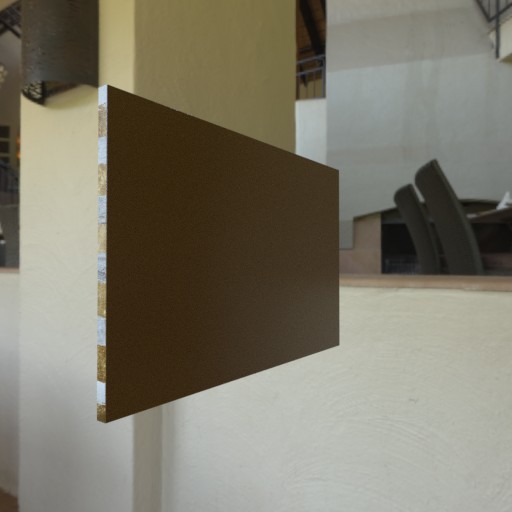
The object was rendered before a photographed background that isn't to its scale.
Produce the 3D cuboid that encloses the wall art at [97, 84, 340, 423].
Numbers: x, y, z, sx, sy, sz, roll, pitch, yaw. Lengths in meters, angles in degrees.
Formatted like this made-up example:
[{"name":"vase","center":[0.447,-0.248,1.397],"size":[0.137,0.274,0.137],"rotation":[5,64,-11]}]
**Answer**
[{"name":"wall art","center":[0.000,0.000,1.177],"size":[0.027,0.610,0.932],"rotation":[-1,-1,37]}]
